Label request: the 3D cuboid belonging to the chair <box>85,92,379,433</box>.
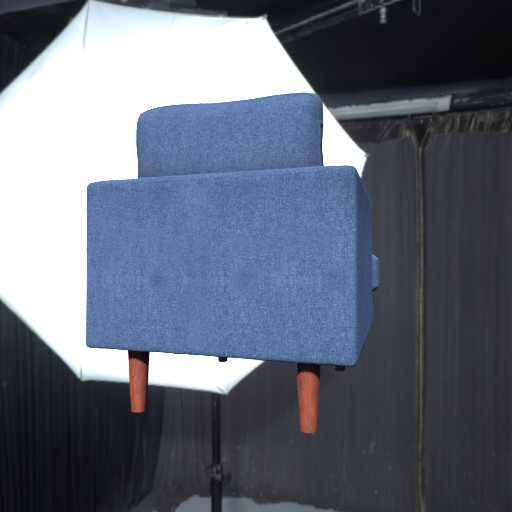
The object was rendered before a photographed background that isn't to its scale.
[{"bbox_3d":[0.000,0.000,1.650,0.858,0.957,0.899,0,-1,18],"label":"chair"}]
